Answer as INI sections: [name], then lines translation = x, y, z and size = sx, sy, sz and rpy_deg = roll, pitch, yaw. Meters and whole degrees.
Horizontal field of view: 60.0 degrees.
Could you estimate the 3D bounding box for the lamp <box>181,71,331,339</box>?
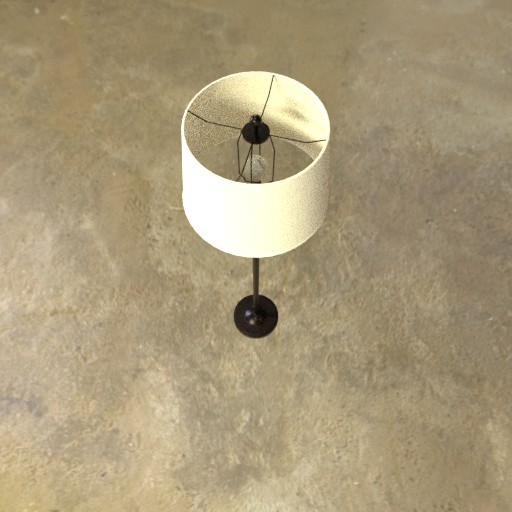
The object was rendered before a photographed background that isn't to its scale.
[lamp]
translation = 0.000, 0.000, 1.696
size = 0.431, 1.484, 0.431
rpy_deg = 0, 64, 0
